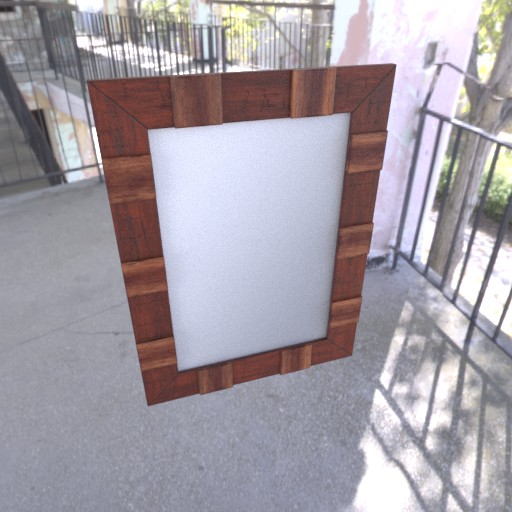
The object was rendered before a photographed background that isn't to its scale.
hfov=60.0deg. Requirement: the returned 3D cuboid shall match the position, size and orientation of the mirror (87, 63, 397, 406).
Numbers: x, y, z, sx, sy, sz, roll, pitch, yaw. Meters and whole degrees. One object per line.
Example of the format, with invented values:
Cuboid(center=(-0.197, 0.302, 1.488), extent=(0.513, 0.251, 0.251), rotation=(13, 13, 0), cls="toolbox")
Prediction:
Cuboid(center=(0.000, 0.000, 1.035), extent=(0.600, 0.805, 0.021), rotation=(-10, 33, -15), cls="mirror")
